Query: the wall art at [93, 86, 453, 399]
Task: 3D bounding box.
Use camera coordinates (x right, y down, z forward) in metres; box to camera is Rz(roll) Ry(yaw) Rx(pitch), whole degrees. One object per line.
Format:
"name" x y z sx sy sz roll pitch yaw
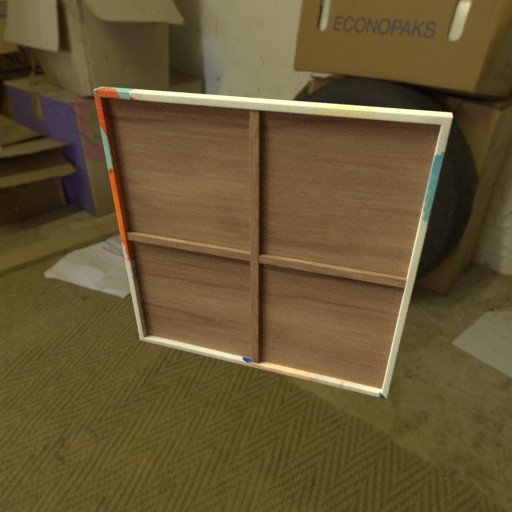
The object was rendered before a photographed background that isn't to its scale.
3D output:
"wall art" 0.000 0.000 1.491 1.017 1.017 0.044 10 34 15
